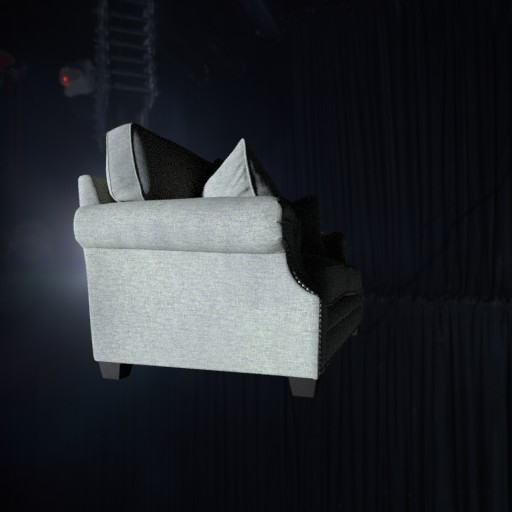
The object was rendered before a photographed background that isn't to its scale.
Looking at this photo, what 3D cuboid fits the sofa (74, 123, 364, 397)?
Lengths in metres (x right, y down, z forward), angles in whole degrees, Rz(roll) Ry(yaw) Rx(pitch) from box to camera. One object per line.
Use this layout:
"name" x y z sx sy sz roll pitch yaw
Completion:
"sofa" 0.000 0.000 2.288 0.966 0.966 1.701 -1 -2 18
